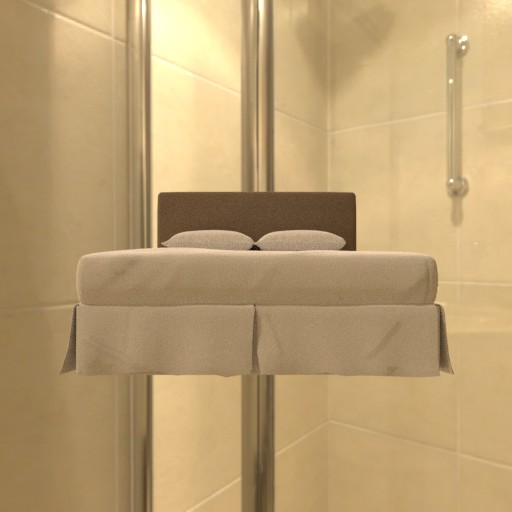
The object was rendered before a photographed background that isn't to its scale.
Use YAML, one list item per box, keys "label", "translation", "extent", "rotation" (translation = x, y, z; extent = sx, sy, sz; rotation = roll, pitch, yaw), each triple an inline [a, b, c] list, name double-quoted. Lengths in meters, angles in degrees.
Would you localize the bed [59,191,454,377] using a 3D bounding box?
- label: "bed"
  translation: [0.000, 0.000, 3.489]
  extent: [2.119, 1.317, 2.341]
  rotation: [0, 0, 0]
